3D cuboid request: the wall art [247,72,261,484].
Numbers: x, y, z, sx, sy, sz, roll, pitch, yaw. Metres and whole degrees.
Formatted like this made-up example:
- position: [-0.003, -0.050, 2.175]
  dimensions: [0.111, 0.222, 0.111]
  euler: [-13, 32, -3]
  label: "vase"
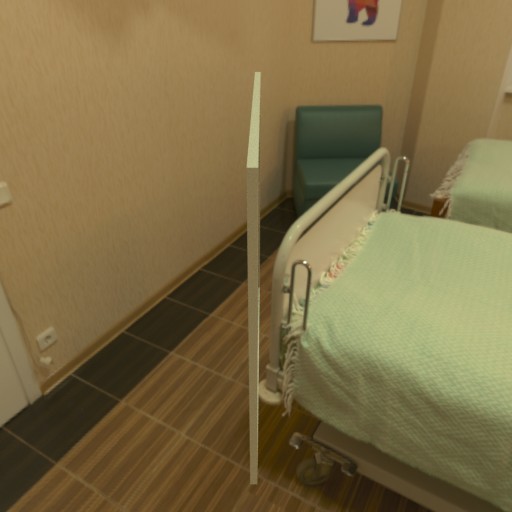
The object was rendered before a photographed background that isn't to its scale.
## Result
- position: [0.000, 0.000, 0.835]
  dimensions: [0.012, 0.557, 0.557]
  euler: [0, 32, 1]
  label: "wall art"
